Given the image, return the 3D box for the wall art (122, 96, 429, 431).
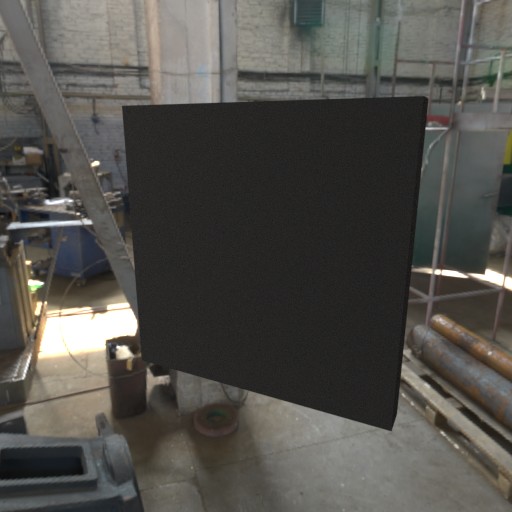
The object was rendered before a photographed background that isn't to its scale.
[{"bbox_3d":[0.000,0.000,0.465,0.308,0.305,0.030,8,18,26],"label":"wall art"}]
